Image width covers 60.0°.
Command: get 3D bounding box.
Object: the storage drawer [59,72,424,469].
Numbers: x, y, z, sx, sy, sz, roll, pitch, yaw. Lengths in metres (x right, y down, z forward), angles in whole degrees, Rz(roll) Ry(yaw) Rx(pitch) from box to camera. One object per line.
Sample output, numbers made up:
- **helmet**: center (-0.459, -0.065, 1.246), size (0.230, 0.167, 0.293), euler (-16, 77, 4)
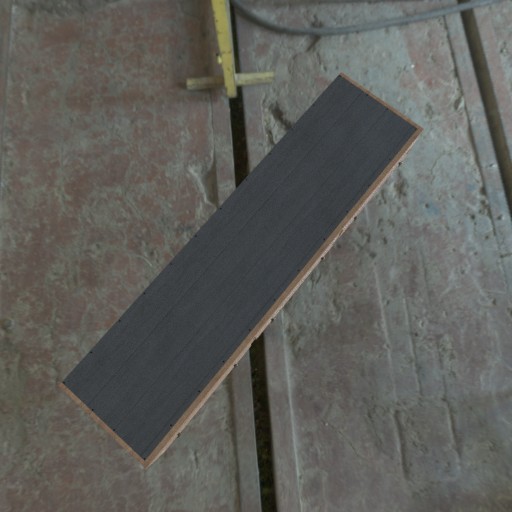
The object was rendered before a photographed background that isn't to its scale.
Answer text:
- **storage drawer**: center (0.000, 0.000, 2.192), size (0.538, 0.264, 2.032), euler (39, 79, 9)
